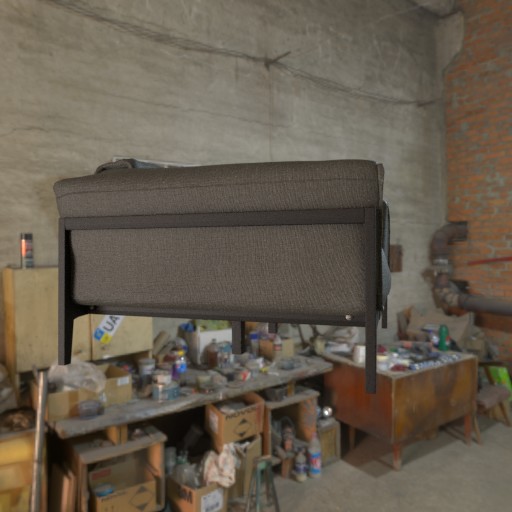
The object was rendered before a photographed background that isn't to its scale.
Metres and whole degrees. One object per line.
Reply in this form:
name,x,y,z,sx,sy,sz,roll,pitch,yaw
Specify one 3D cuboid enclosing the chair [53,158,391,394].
chair,0.000,0.000,1.660,0.969,0.646,1.056,0,0,18
